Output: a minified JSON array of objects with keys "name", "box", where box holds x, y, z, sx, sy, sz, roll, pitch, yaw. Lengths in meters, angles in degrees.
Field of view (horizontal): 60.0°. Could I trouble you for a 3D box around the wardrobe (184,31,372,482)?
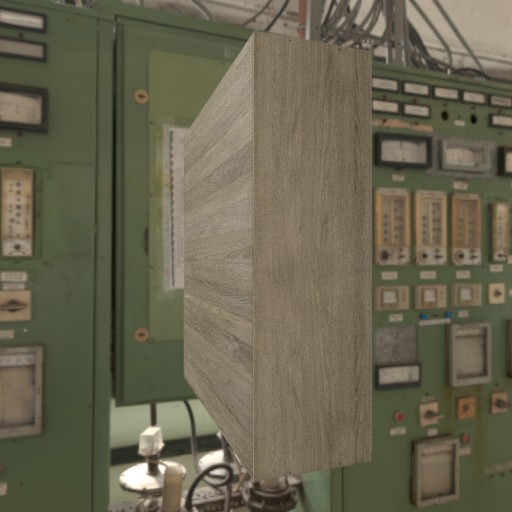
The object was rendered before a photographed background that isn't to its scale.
[{"name":"wardrobe","box":[0.000,0.000,2.863,0.629,1.960,1.780,0,0,-19]}]
